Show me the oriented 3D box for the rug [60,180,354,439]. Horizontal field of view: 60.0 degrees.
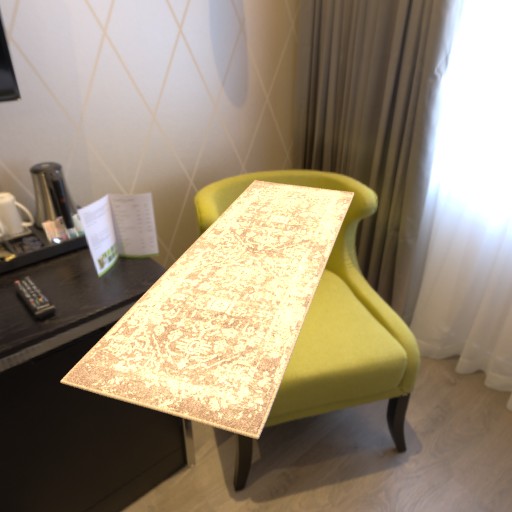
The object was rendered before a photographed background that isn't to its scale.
[{"bbox_3d":[0.000,0.000,2.683,0.855,0.017,2.452,10,31,16],"label":"rug"}]
